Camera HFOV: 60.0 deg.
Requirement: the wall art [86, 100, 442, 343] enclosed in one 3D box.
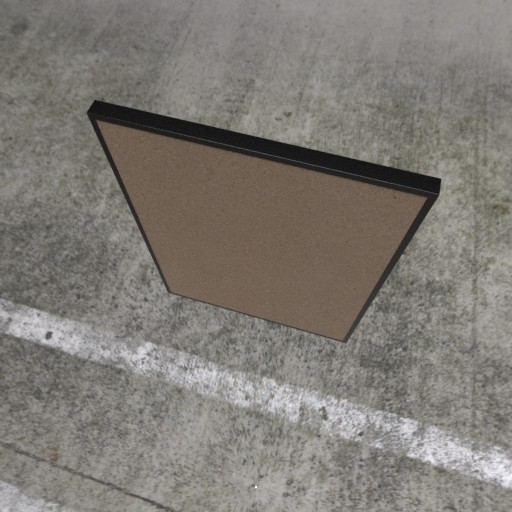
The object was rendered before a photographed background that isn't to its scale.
[{"bbox_3d":[0.000,0.000,1.422,0.788,1.046,0.043,15,63,8],"label":"wall art"}]
